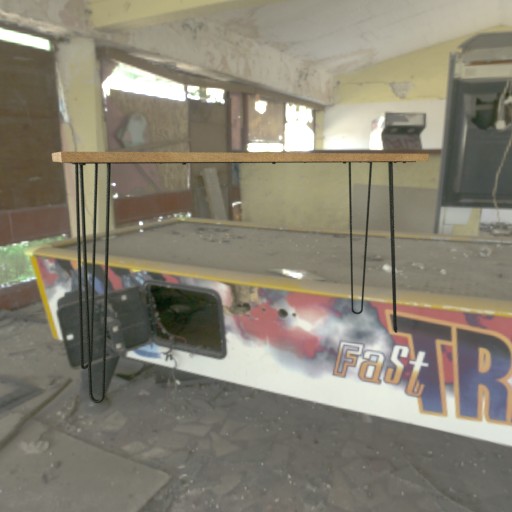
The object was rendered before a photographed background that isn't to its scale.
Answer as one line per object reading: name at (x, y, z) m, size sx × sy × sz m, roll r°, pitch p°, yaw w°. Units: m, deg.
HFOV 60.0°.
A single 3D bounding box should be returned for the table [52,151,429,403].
table at (0.000, 0.000, 1.775) m, size 1.400 × 0.799 × 0.399 m, roll -6°, pitch 14°, yaw -27°
